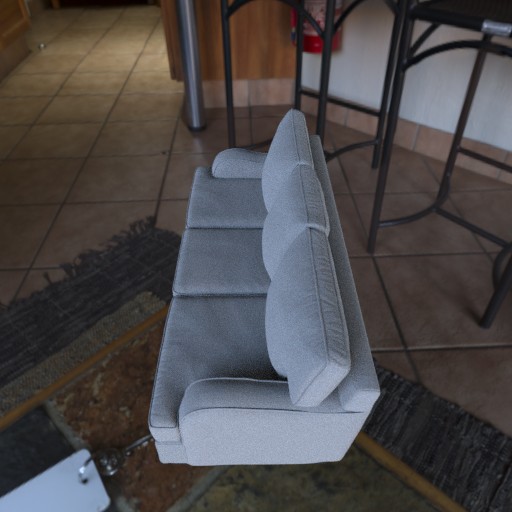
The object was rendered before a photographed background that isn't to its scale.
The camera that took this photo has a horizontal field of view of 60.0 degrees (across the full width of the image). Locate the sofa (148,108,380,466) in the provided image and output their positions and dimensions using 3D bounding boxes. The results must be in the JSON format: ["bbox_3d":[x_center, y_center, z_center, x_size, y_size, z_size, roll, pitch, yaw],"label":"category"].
[{"bbox_3d":[0.000,0.000,2.830,1.016,0.997,2.323,0,42,0],"label":"sofa"}]
